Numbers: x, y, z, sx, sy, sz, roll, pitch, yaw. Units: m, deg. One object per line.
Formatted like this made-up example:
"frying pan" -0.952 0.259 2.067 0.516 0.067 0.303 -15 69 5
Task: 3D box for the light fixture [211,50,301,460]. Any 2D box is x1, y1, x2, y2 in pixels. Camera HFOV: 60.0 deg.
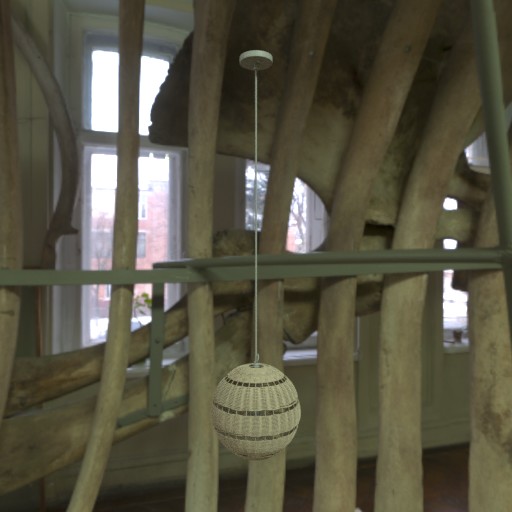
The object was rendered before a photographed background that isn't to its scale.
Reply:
"light fixture" 0.000 0.000 2.259 0.457 2.019 0.457 0 0 -18
